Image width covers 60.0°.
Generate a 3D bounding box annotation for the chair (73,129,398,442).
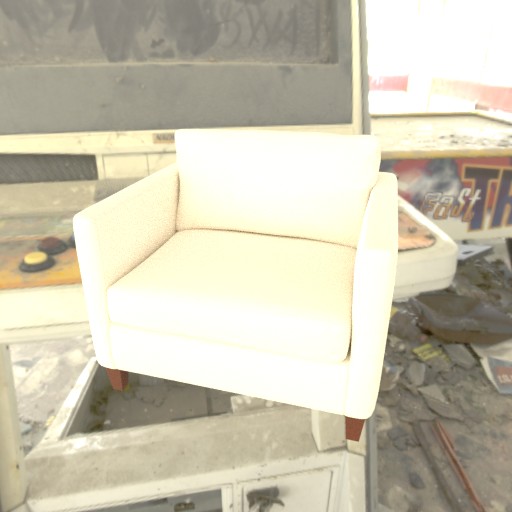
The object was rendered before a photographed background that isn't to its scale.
[{"bbox_3d":[0.000,0.000,1.732,1.019,0.885,0.878,7,26,14],"label":"chair"}]
